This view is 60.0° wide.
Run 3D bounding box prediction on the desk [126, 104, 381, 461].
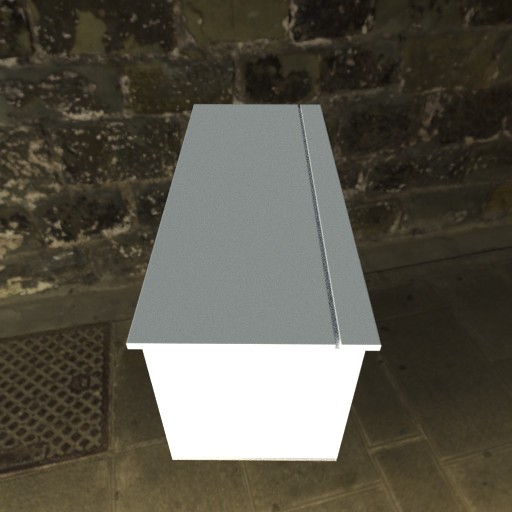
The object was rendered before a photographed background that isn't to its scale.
[{"bbox_3d":[0.000,0.000,2.008,0.670,0.760,1.580,0,41,0],"label":"desk"}]
